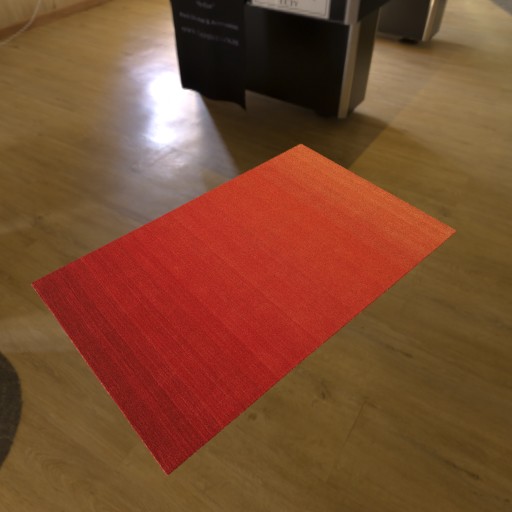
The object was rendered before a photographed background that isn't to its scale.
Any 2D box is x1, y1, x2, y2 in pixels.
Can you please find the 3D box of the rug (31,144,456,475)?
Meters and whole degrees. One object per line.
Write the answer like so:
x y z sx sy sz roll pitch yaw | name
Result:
0.000 0.000 2.960 2.442 0.010 1.531 -33 54 -28 | rug
